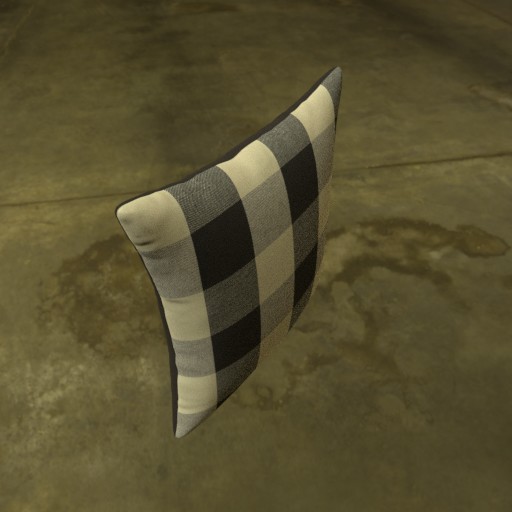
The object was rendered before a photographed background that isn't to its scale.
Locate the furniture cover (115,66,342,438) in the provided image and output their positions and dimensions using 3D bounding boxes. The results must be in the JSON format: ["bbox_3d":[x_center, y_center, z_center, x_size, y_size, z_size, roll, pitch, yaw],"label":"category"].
[{"bbox_3d":[0.000,0.000,0.783,0.161,0.509,0.511,25,48,25],"label":"furniture cover"}]
